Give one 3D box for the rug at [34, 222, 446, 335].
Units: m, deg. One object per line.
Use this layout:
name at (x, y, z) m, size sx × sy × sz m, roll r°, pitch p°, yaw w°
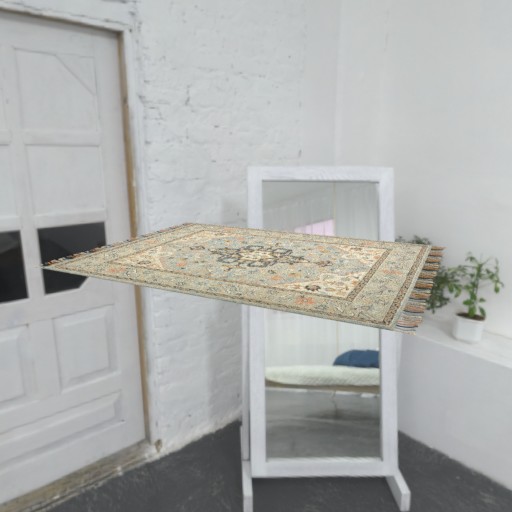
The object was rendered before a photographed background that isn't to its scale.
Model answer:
rug at (0.000, 0.000, 4.240) m, size 3.221 × 0.011 × 2.379 m, roll 7°, pitch 16°, yaw 25°
